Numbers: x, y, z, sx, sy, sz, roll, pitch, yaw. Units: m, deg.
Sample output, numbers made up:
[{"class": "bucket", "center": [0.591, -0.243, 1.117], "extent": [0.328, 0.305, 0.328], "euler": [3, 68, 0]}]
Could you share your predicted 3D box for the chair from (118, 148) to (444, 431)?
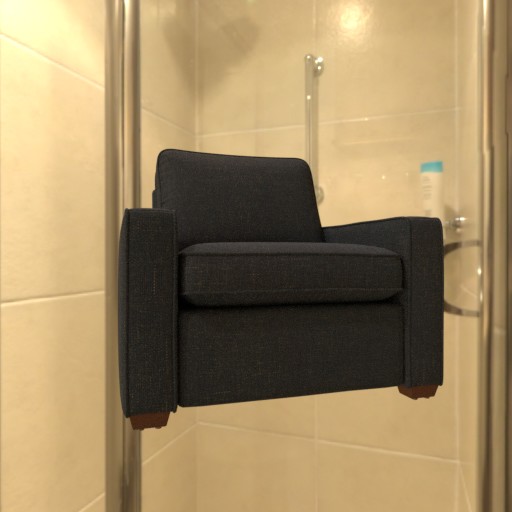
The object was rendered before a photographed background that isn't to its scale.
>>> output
[{"class": "chair", "center": [0.000, 0.000, 1.708], "extent": [1.017, 0.919, 0.940], "euler": [0, 0, -17]}]
